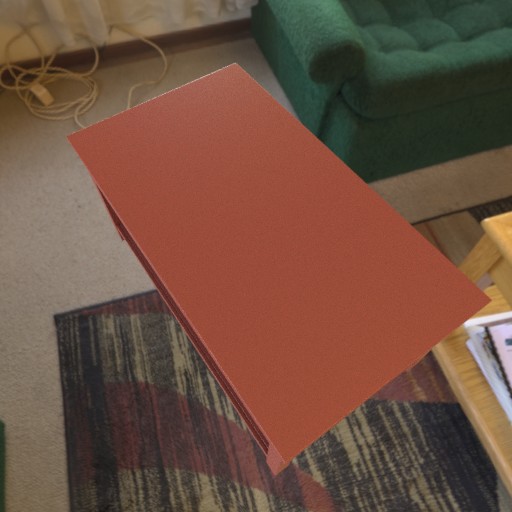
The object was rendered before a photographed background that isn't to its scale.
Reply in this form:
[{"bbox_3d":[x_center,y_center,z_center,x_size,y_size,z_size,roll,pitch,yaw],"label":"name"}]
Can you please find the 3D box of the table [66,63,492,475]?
[{"bbox_3d":[0.000,0.000,1.374,0.612,0.493,1.068,-31,64,-17],"label":"table"}]
